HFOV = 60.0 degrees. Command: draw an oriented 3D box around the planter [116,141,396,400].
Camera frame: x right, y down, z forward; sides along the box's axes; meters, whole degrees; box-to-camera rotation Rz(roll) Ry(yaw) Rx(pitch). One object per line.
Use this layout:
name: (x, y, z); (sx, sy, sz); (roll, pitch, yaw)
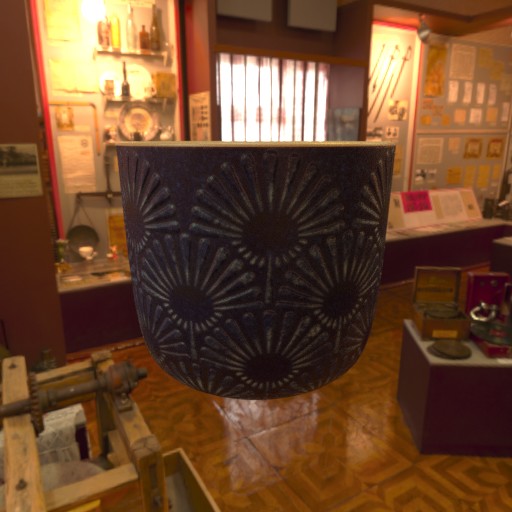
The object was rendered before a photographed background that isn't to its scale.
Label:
planter: (0.000, 0.000, 0.218); (0.124, 0.109, 0.124); (0, 15, 0)
